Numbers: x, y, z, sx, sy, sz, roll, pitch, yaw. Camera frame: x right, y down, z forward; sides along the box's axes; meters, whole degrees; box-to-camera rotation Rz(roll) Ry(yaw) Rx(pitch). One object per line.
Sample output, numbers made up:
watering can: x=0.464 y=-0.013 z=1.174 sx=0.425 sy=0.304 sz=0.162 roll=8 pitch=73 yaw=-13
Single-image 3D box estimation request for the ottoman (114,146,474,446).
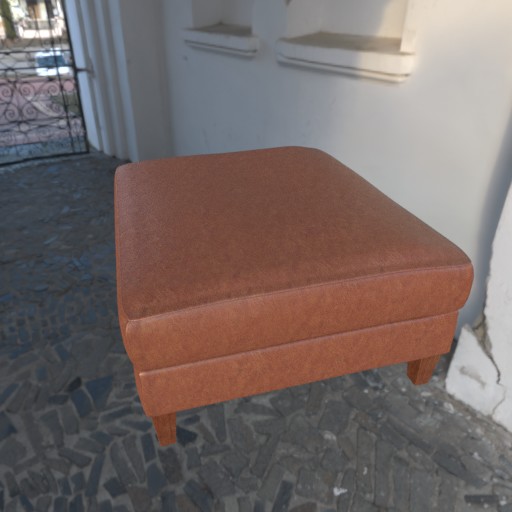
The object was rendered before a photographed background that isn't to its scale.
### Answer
ottoman: x=0.000 y=0.000 z=1.440 sx=0.836 sy=0.472 sz=0.987 roll=-8 pitch=31 yaw=-14
